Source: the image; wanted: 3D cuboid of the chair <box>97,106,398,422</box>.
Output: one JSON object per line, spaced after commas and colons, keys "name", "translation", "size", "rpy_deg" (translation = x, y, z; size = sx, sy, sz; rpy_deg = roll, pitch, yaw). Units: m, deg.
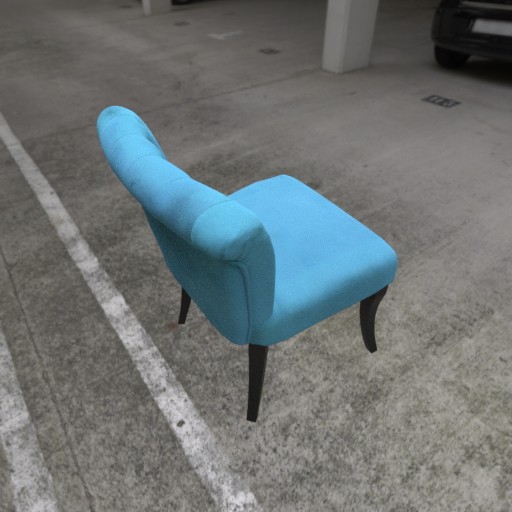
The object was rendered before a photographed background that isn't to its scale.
{"name": "chair", "translation": [0.000, 0.000, 1.190], "size": [0.605, 0.750, 0.582], "rpy_deg": [-24, 46, -26]}
